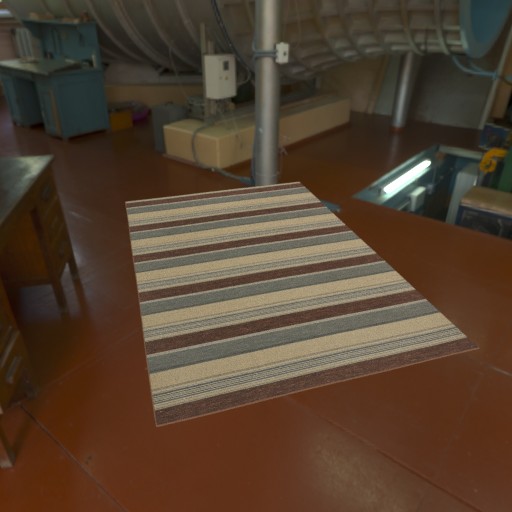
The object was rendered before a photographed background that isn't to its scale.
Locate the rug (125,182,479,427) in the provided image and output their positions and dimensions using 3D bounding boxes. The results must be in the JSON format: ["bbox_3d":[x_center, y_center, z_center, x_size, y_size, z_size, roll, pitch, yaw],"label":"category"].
[{"bbox_3d":[0.000,0.000,2.288,1.219,0.008,1.829,-9,32,-15],"label":"rug"}]
